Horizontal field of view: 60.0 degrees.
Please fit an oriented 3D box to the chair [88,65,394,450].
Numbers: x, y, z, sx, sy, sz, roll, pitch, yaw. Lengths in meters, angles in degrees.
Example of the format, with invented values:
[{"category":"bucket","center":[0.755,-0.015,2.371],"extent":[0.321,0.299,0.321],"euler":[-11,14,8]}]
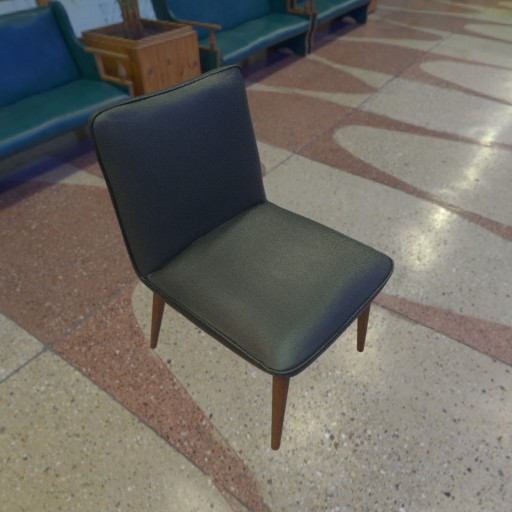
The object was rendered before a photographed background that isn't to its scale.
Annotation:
[{"category":"chair","center":[0.000,0.000,1.211],"extent":[0.645,0.801,0.543],"euler":[26,47,27]}]
